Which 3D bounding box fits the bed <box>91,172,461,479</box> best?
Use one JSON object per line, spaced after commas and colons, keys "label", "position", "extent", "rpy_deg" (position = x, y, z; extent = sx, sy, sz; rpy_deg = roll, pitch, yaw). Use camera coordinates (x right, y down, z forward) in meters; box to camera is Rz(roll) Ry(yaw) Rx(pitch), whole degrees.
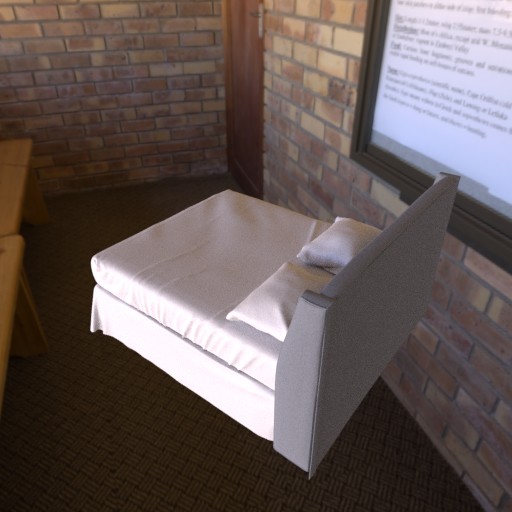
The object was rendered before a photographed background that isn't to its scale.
{"label": "bed", "position": [0.000, 0.000, 3.462], "extent": [2.276, 1.332, 1.925], "rpy_deg": [23, 39, 31]}
